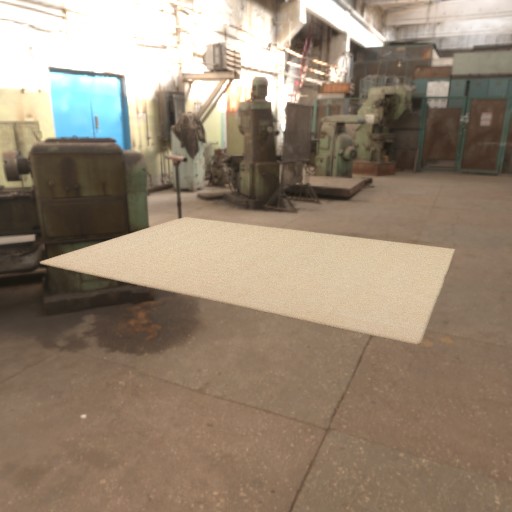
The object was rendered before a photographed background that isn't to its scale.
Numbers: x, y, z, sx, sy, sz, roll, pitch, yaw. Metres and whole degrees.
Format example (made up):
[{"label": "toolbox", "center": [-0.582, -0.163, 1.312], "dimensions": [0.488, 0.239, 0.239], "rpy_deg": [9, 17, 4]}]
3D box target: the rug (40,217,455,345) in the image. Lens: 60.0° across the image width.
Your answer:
[{"label": "rug", "center": [0.000, 0.000, 2.347], "dimensions": [1.848, 0.014, 1.238], "rpy_deg": [9, 19, 26]}]
